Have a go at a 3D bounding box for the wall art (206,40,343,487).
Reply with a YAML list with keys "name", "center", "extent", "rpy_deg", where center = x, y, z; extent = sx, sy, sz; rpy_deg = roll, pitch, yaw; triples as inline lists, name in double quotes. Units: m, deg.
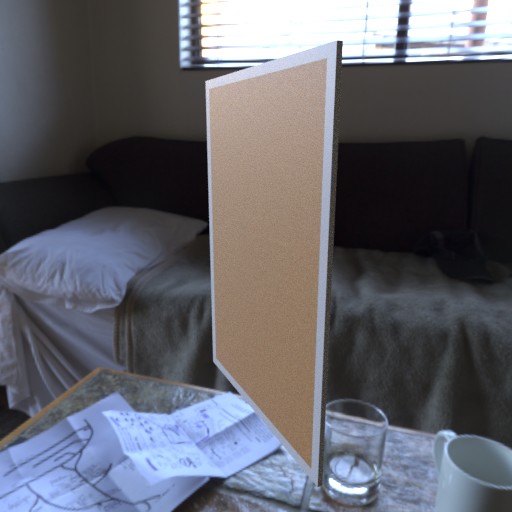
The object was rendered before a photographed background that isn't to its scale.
- name: "wall art"
  center: [0.000, 0.000, 1.182]
  extent: [0.013, 0.940, 0.659]
  rpy_deg: [-7, 17, -26]
